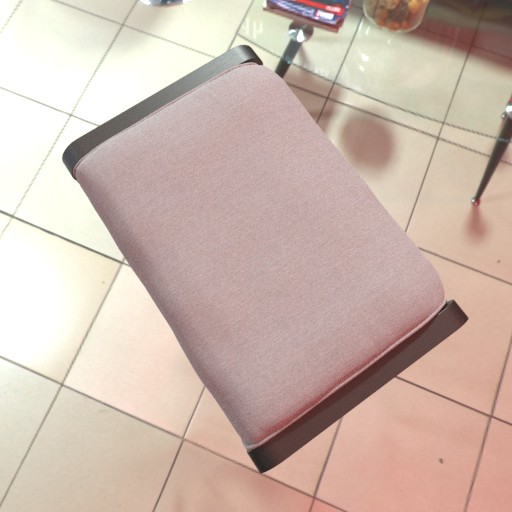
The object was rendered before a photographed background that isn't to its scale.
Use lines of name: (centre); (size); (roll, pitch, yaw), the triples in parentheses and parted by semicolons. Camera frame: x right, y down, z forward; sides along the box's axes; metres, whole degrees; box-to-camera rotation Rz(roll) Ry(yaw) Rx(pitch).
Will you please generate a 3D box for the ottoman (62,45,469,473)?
ottoman: (0.000, 0.000, 0.877); (0.406, 0.422, 0.610); (-34, 78, -8)
